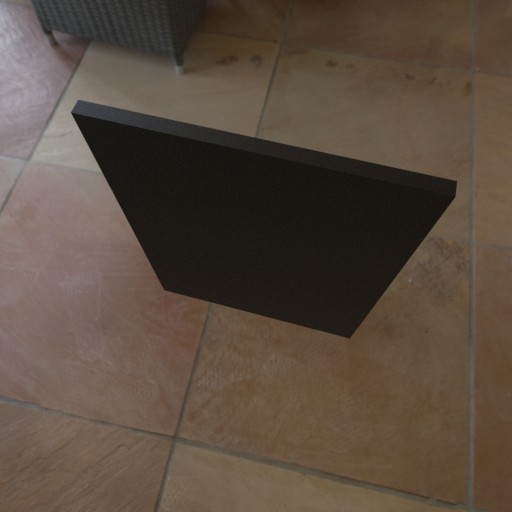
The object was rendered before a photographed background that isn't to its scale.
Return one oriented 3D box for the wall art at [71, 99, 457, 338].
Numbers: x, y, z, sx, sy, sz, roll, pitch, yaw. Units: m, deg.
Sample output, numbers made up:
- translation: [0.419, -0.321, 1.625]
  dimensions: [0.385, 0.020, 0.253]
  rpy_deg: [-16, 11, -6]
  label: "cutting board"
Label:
- translation: [0.000, 0.000, 1.385]
  dimensions: [0.806, 1.062, 0.038]
  rpy_deg: [14, 66, 6]
  label: "wall art"
